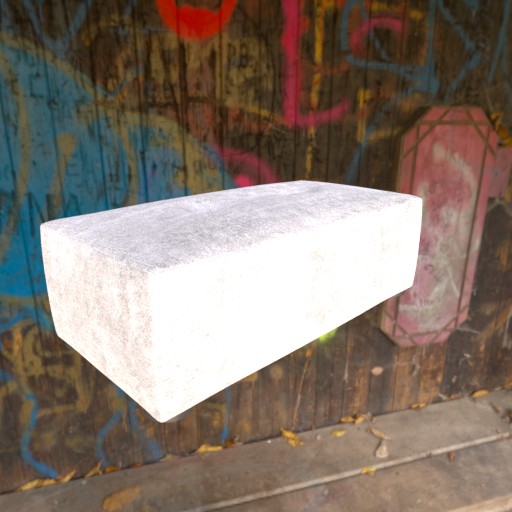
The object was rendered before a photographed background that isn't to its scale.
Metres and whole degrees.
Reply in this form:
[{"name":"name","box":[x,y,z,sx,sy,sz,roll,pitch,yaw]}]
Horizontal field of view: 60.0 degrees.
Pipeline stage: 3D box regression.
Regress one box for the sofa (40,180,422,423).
[{"name":"sofa","box":[0.000,0.000,1.175,0.930,0.330,0.480,-17,25,-42]}]
